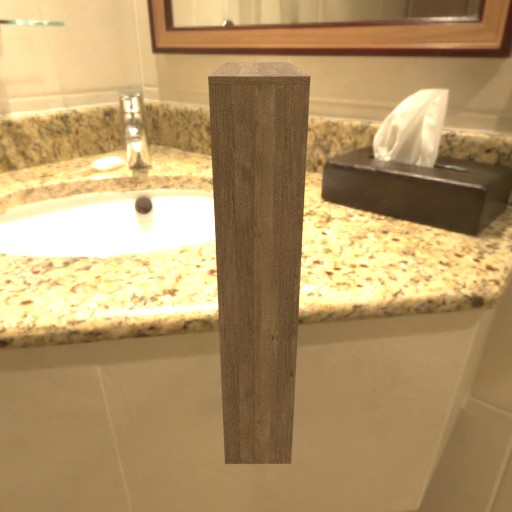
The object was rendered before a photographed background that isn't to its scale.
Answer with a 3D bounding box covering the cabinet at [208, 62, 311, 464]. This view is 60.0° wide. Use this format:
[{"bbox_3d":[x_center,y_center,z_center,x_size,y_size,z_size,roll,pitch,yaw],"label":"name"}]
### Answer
[{"bbox_3d":[0.000,0.000,1.634,0.250,1.280,0.750,0,26,0],"label":"cabinet"}]
